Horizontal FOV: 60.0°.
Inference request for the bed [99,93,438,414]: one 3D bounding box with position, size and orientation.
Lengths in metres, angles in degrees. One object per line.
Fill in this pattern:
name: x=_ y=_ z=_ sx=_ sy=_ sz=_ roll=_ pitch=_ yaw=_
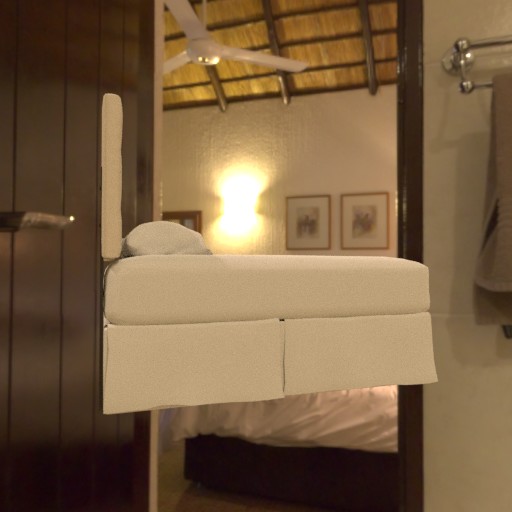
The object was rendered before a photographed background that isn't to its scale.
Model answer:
bed: x=0.000 y=0.000 z=3.003 sx=1.997 sy=1.571 sz=1.261 roll=0 pitch=-1 yaw=-19
